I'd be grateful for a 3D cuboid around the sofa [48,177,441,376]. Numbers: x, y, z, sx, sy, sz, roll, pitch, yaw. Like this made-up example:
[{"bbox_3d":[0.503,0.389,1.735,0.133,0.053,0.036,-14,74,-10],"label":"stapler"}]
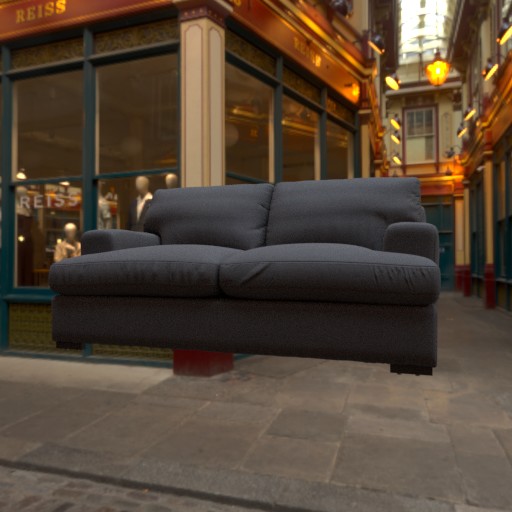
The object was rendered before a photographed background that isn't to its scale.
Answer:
[{"bbox_3d":[0.000,0.000,2.461,1.880,0.940,1.143,0,0,17],"label":"sofa"}]
